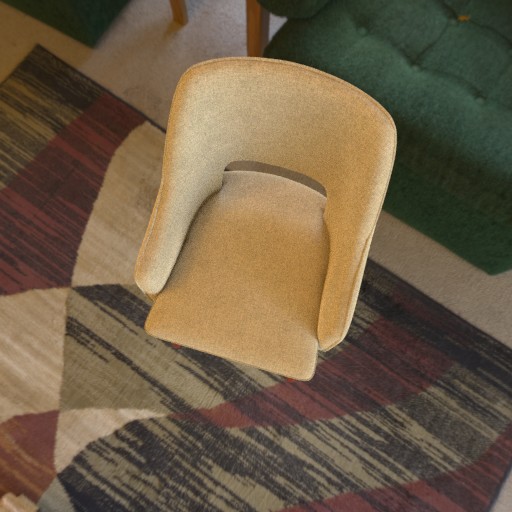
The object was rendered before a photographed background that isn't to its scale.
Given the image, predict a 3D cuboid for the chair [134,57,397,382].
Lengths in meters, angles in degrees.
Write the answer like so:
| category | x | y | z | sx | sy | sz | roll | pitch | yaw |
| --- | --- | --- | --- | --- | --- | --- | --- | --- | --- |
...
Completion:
| category | x | y | z | sx | sy | sz | roll | pitch | yaw |
| --- | --- | --- | --- | --- | --- | --- | --- | --- | --- |
| chair | 0.000 | 0.000 | 1.201 | 0.548 | 0.849 | 0.605 | 16 | 77 | 4 |
